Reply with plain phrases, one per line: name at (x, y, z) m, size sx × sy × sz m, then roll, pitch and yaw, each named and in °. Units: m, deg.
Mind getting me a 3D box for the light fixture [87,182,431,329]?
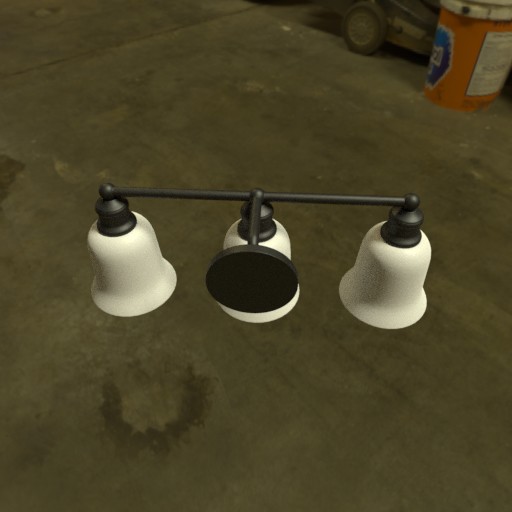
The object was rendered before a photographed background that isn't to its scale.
light fixture at (0.000, 0.000, 0.666) m, size 0.570 × 0.211 × 0.198 m, roll 2°, pitch 45°, yaw 2°
